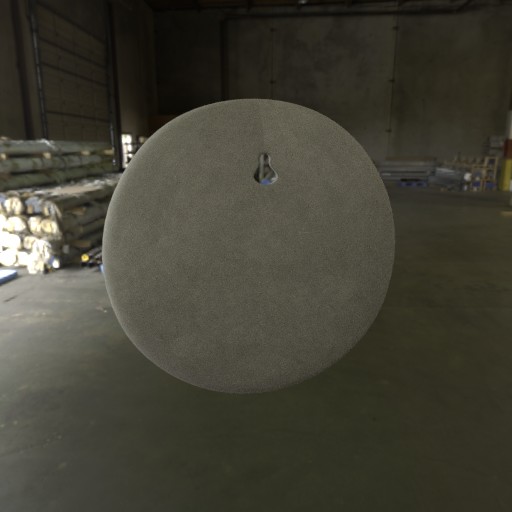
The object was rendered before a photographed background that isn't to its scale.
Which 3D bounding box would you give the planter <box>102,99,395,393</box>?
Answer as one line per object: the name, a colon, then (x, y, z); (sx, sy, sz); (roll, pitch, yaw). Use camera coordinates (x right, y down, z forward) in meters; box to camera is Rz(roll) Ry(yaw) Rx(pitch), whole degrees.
planter: (0.000, 0.000, 0.280); (0.185, 0.188, 0.071); (-3, 14, -10)
